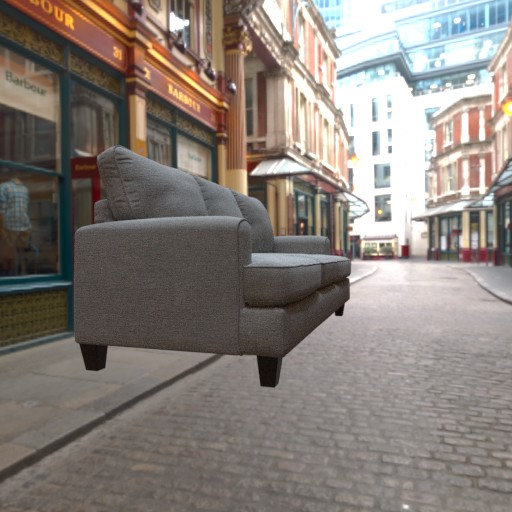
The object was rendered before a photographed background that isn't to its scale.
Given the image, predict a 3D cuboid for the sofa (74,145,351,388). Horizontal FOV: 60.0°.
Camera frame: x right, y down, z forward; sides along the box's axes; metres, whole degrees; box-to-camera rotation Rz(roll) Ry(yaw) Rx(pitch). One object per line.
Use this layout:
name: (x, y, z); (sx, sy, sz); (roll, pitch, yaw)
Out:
sofa: (0.000, 0.000, 2.725); (0.951, 0.965, 2.158); (0, 0, 18)
